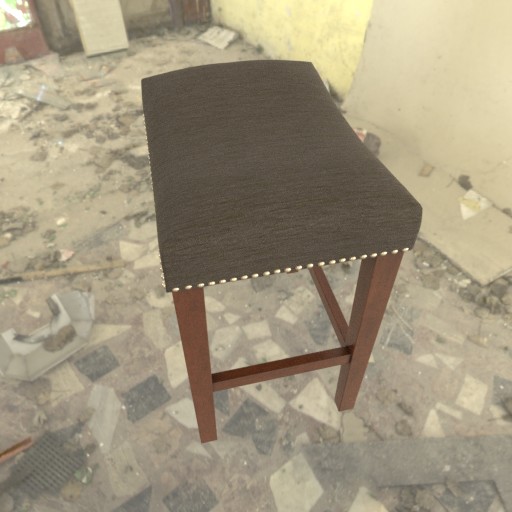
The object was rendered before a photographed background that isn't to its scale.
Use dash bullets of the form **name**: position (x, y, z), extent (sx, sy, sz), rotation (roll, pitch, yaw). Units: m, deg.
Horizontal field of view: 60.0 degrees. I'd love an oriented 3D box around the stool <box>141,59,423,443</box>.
- **stool**: position (0.000, 0.000, 0.954), extent (0.372, 0.654, 0.504), rotation (-9, 47, -9)
